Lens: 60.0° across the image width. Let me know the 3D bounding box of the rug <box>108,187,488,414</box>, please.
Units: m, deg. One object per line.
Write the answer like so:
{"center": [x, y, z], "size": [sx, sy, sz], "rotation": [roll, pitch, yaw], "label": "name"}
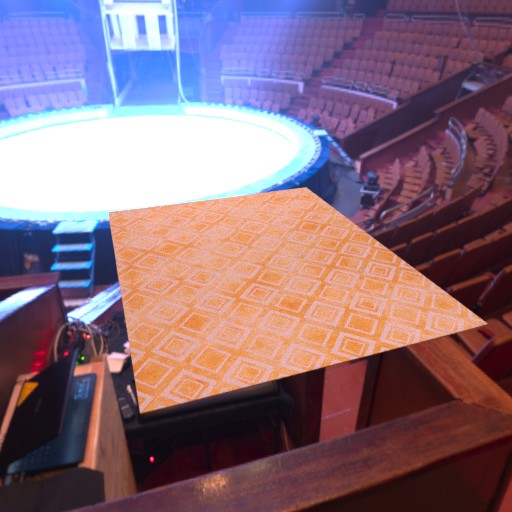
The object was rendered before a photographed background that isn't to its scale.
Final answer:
{"center": [0.000, 0.000, 4.054], "size": [2.433, 0.011, 3.037], "rotation": [-10, 30, -17], "label": "rug"}
